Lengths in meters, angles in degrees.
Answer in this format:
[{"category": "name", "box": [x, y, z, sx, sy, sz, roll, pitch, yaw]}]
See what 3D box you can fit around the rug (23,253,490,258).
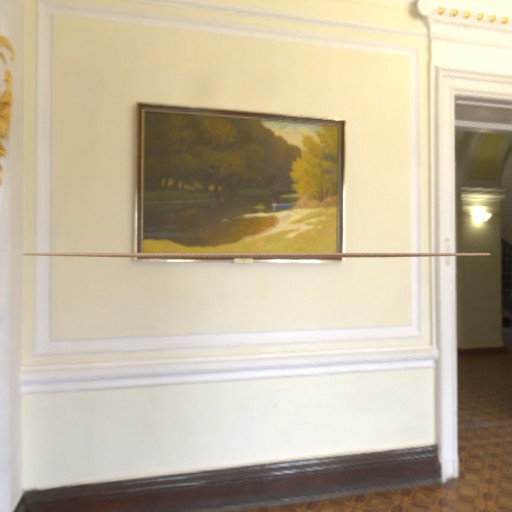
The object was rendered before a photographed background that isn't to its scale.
[{"category": "rug", "box": [0.000, 0.000, 3.880, 2.895, 0.018, 2.288, 0, -1, -1]}]
